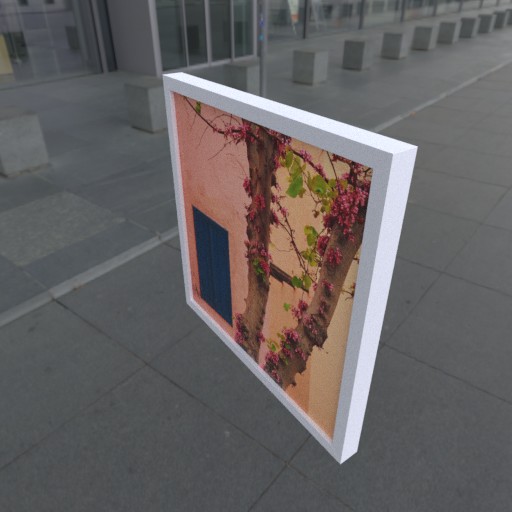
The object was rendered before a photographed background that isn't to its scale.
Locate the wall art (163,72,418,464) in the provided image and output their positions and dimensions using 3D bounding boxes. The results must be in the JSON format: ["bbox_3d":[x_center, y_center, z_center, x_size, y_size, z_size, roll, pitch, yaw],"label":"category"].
[{"bbox_3d":[0.000,0.000,0.750,0.038,0.508,0.507,-21,38,-30],"label":"wall art"}]
